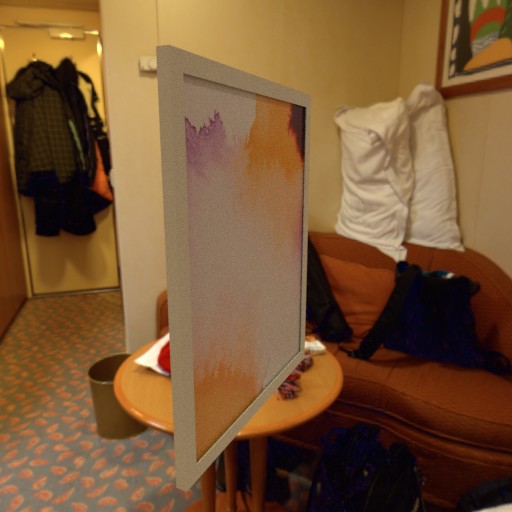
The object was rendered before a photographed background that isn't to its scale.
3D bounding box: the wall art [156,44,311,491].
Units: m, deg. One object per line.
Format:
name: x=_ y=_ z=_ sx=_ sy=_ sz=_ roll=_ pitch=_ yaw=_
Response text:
wall art: x=0.000 y=0.000 z=1.074 sx=0.026 sy=0.811 sz=0.661 roll=6 pitch=14 yaw=26
